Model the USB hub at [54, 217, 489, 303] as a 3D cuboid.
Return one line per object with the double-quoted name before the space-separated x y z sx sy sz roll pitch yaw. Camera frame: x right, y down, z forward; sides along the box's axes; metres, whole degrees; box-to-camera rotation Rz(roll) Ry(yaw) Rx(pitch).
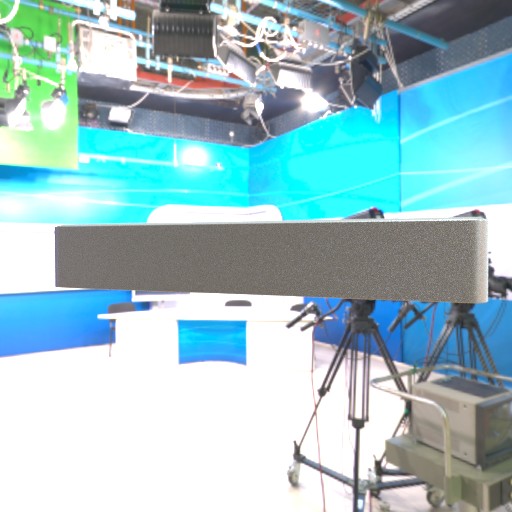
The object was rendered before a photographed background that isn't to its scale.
"USB hub" 0.000 0.000 0.160 0.145 0.023 0.044 0 1 18
